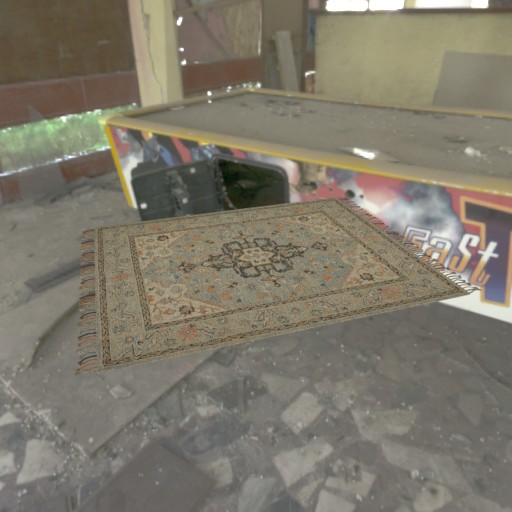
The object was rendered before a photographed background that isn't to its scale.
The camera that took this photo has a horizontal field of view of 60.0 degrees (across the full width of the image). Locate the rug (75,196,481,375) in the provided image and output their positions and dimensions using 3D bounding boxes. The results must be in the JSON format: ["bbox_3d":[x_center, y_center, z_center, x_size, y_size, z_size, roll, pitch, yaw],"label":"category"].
[{"bbox_3d":[0.000,0.000,3.513,2.651,0.010,1.971,-9,29,-16],"label":"rug"}]
